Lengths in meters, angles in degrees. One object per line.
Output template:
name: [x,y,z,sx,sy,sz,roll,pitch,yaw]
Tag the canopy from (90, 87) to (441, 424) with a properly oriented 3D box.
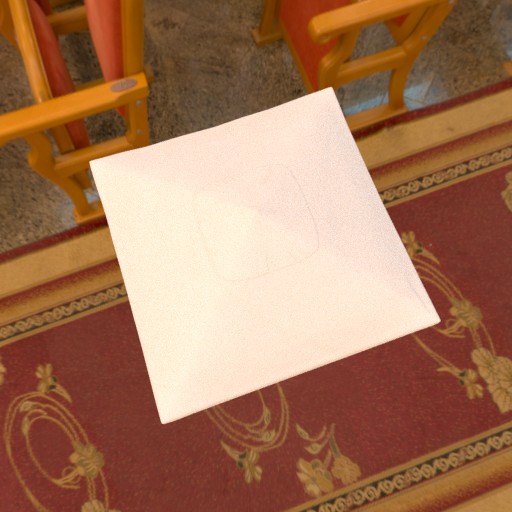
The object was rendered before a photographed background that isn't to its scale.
canopy: [0.000,0.000,5.498,2.996,2.997,2.998,-19,75,-5]
